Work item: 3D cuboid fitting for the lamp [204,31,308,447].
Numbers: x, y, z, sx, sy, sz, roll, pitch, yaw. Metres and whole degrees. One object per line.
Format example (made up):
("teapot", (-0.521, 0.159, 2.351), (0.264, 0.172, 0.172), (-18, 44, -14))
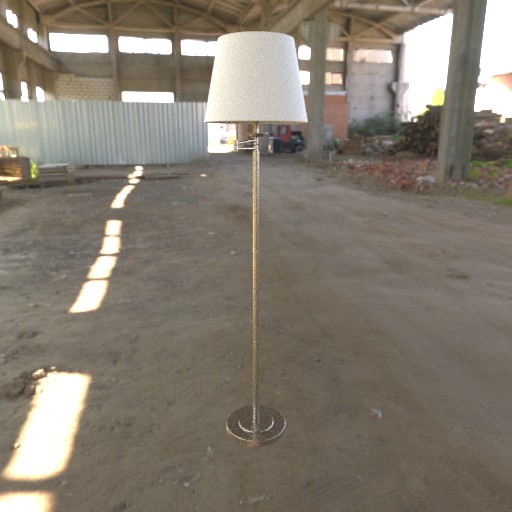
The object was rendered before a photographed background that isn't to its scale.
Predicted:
("lamp", (0.000, 0.000, 1.652), (0.355, 1.473, 0.355), (0, 15, 0))
